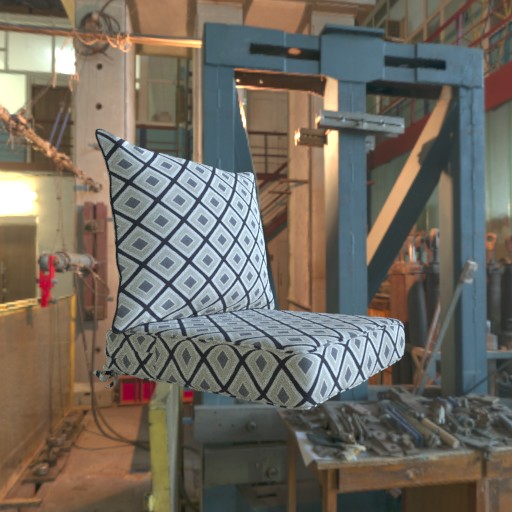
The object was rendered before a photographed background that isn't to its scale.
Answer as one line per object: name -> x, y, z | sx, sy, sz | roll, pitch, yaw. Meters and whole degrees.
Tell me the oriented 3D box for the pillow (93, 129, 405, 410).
pillow -> 0.000, 0.000, 1.383 | 0.733, 0.722, 0.798 | -1, -2, 35
